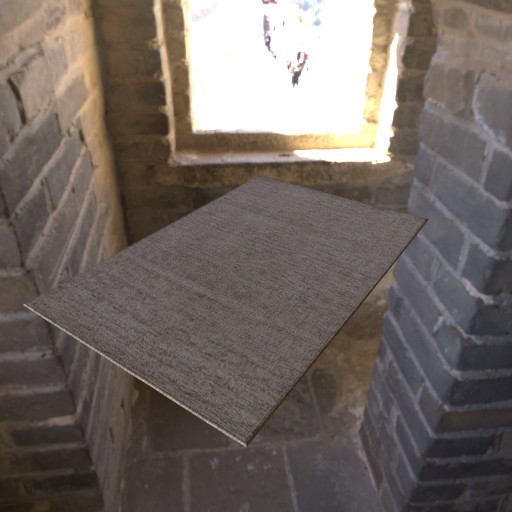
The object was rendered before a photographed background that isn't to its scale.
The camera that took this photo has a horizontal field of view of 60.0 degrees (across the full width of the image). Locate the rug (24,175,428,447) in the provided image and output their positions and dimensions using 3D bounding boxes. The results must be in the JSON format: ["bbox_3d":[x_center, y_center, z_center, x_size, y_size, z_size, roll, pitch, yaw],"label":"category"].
[{"bbox_3d":[0.000,0.000,2.278,1.211,0.018,1.822,20,38,29],"label":"rug"}]
